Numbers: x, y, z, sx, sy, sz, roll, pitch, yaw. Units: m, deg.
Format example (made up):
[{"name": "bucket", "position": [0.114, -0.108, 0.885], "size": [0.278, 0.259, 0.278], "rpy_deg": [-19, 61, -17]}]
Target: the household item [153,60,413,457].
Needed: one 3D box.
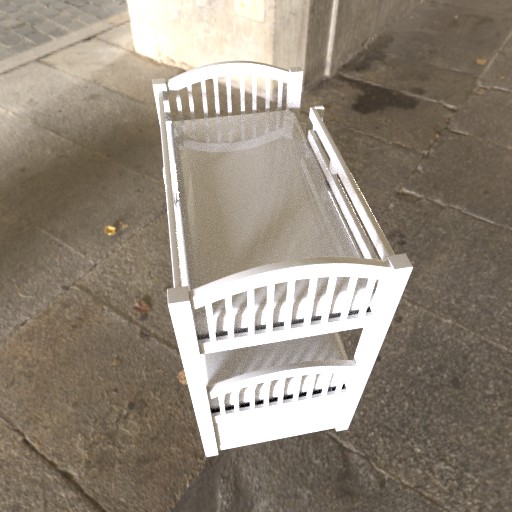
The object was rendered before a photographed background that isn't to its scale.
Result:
[{"name": "household item", "position": [0.000, 0.000, 3.293], "size": [1.143, 2.032, 2.032], "rpy_deg": [-8, 48, -7]}]
